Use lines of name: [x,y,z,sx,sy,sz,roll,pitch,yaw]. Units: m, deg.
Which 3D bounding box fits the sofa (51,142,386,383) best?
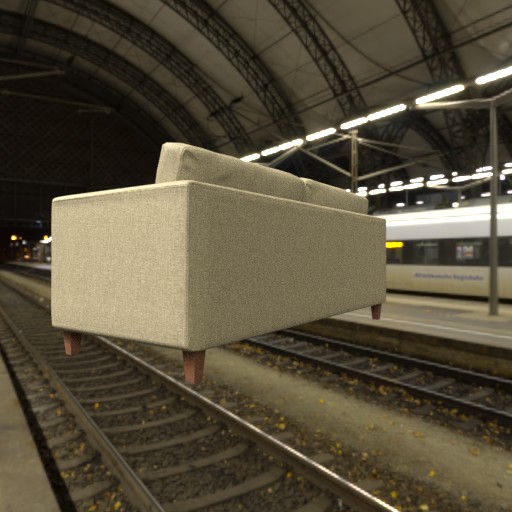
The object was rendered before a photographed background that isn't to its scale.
sofa: [0.000,0.000,2.775,0.956,0.960,2.208,0,0,35]
